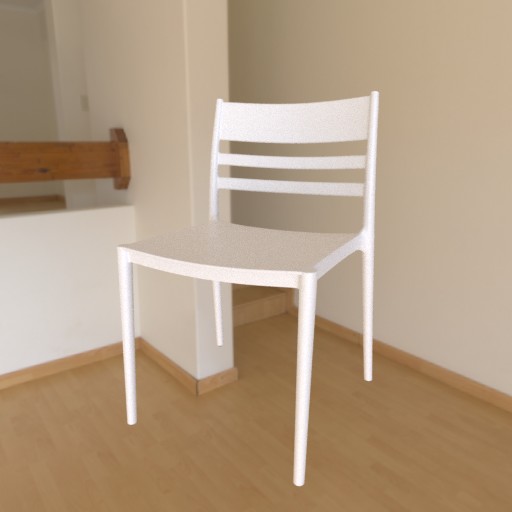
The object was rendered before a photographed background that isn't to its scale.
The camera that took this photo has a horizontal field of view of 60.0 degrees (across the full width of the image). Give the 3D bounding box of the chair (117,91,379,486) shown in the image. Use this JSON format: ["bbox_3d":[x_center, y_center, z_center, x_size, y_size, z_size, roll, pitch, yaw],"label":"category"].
[{"bbox_3d":[0.000,0.000,1.119,0.531,0.800,0.511,7,16,26],"label":"chair"}]
